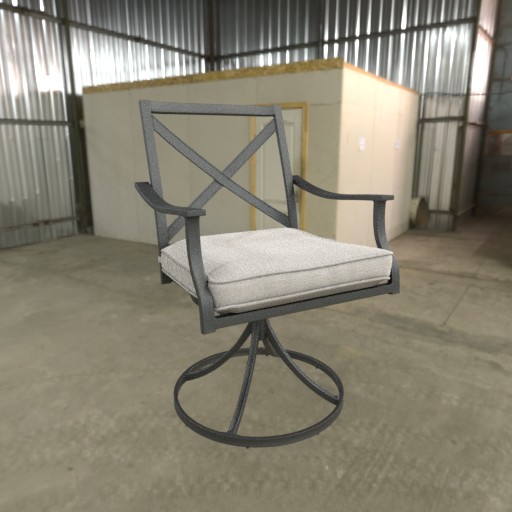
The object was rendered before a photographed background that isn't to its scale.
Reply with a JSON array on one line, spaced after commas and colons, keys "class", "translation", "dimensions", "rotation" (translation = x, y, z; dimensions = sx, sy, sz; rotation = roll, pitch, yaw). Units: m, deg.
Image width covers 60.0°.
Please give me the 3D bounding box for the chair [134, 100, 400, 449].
[{"class": "chair", "translation": [0.000, 0.000, 1.300], "dimensions": [0.575, 0.889, 0.620], "rotation": [-8, 17, -27]}]
